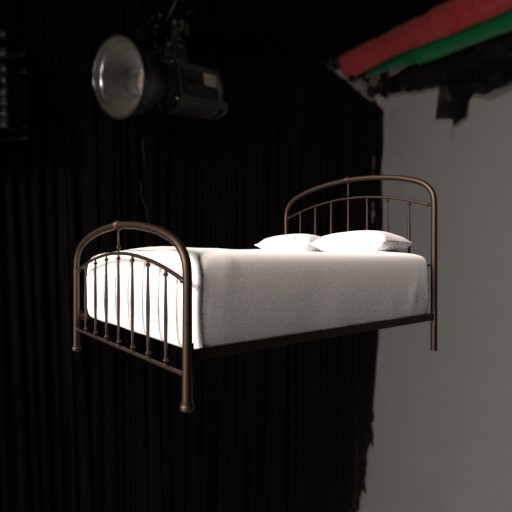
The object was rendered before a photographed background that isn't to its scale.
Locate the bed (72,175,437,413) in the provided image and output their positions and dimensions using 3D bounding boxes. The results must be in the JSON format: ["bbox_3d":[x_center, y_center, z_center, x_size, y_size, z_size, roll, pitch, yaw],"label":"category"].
[{"bbox_3d":[0.000,0.000,3.323,2.180,1.425,1.711,0,0,-39],"label":"bed"}]
